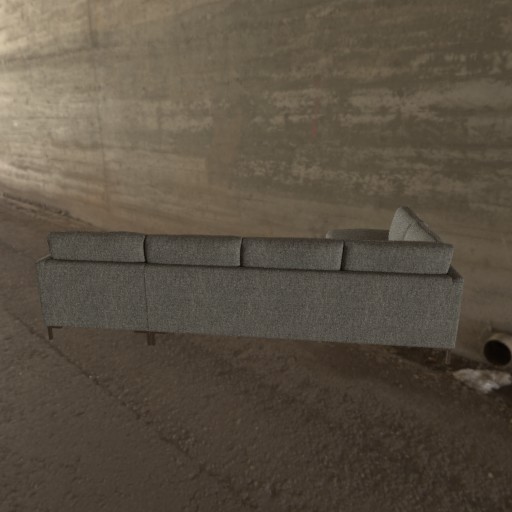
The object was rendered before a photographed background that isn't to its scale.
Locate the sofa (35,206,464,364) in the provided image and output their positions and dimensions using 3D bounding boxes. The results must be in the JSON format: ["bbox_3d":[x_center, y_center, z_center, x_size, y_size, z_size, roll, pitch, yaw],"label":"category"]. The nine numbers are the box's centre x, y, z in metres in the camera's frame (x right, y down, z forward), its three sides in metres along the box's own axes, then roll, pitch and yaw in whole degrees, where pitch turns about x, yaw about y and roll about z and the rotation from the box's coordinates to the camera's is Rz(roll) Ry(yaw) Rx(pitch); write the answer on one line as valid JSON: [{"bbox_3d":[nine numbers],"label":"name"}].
[{"bbox_3d":[0.000,0.000,3.657,2.737,0.756,1.879,2,17,7],"label":"sofa"}]
